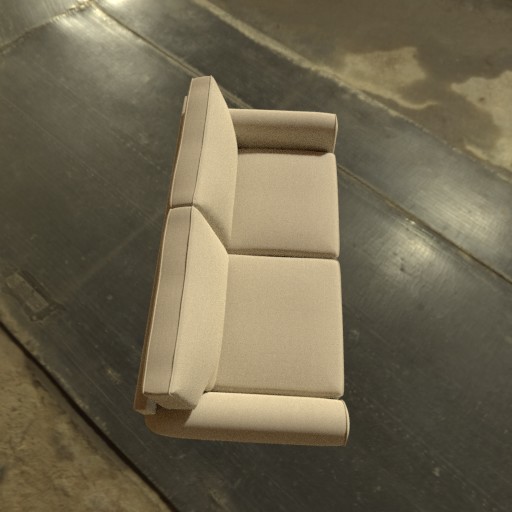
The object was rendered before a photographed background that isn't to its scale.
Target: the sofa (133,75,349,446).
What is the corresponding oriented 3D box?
[{"bbox_3d":[0.000,0.000,2.274,0.861,0.933,1.774,3,64,1],"label":"sofa"}]
